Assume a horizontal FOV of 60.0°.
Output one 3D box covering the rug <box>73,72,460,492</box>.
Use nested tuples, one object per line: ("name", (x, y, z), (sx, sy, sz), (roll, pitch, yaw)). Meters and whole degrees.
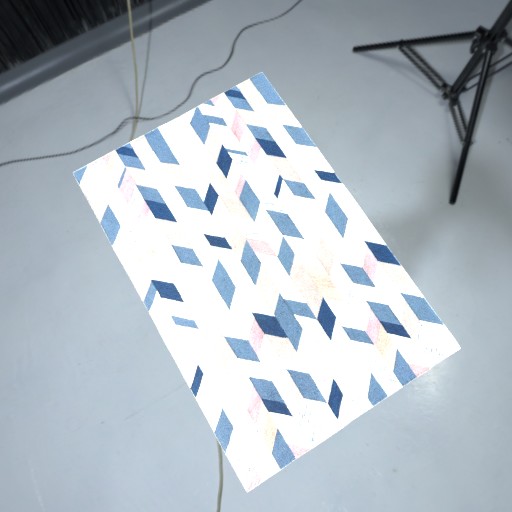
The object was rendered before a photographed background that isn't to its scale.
("rug", (0.000, 0.000, 2.244), (1.202, 0.006, 1.813), (-31, 77, -8))
